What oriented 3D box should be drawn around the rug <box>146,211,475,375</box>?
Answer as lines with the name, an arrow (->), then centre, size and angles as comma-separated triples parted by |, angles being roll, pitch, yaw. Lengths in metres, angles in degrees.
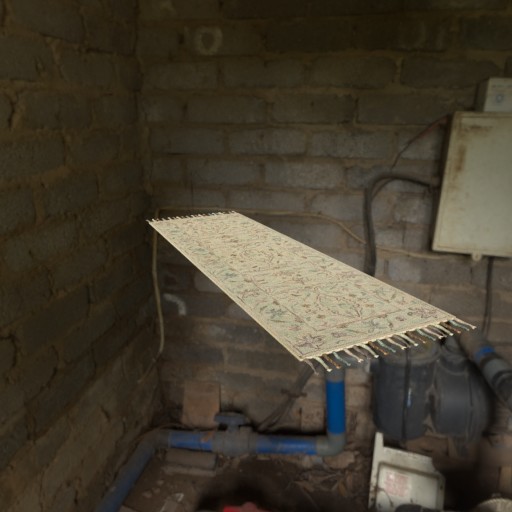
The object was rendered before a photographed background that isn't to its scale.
rug -> 0.000, 0.000, 2.647 | 0.769, 0.013, 2.440 | -9, 20, -25
